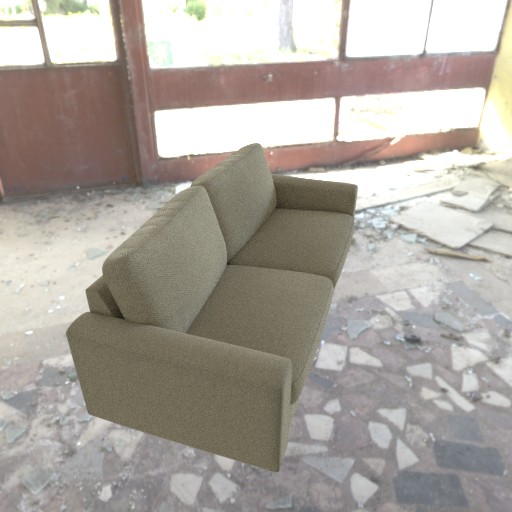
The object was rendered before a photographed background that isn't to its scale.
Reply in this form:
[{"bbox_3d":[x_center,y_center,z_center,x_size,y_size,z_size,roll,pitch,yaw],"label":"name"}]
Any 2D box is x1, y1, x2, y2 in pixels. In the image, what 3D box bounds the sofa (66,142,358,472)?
[{"bbox_3d":[0.000,0.000,2.721,1.016,0.873,2.179,10,32,16],"label":"sofa"}]
